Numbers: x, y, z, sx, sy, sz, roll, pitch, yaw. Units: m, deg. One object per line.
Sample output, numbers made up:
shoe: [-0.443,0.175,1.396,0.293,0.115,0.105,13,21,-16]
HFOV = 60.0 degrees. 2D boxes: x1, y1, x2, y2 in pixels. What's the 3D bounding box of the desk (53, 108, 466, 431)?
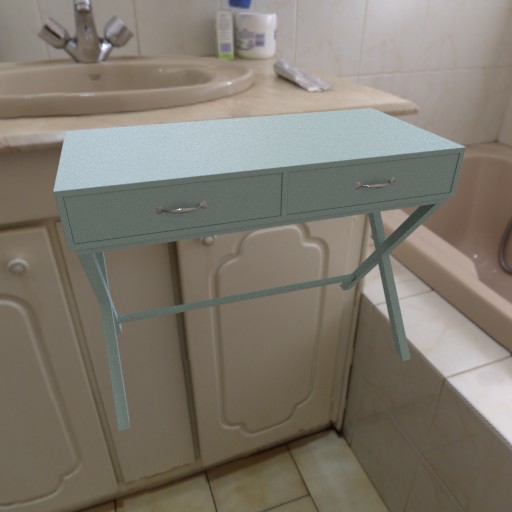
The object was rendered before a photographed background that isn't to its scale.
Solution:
desk: [0.000,0.000,1.477,1.057,0.780,0.525,-9,32,-15]
